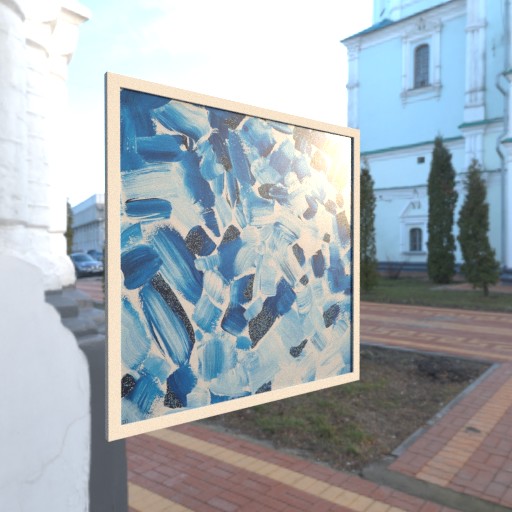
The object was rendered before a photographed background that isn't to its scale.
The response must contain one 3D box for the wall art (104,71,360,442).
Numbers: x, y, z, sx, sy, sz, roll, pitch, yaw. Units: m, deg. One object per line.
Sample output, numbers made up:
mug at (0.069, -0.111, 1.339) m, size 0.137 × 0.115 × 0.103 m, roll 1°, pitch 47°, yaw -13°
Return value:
wall art at (0.000, 0.000, 0.684) m, size 0.457 × 0.457 × 0.012 m, roll 0°, pitch 1°, yaw -35°
